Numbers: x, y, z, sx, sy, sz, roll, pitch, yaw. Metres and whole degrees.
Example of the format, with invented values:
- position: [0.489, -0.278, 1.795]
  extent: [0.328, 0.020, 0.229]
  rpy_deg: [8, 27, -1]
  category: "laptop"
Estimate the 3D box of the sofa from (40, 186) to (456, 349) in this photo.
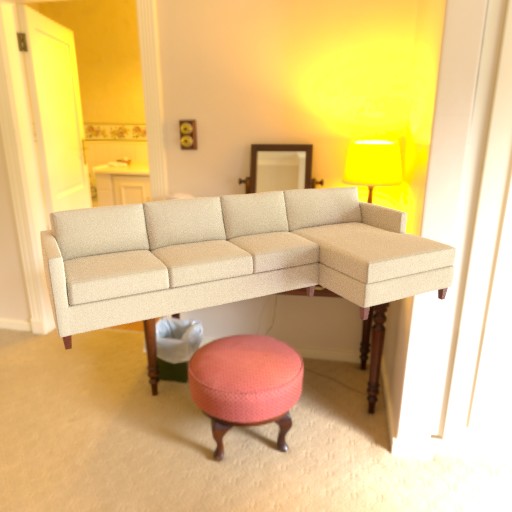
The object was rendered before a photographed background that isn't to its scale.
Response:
- position: [0.000, 0.000, 4.060]
  extent: [3.471, 0.954, 1.599]
  rpy_deg: [-9, 19, -27]
  category: "sofa"
